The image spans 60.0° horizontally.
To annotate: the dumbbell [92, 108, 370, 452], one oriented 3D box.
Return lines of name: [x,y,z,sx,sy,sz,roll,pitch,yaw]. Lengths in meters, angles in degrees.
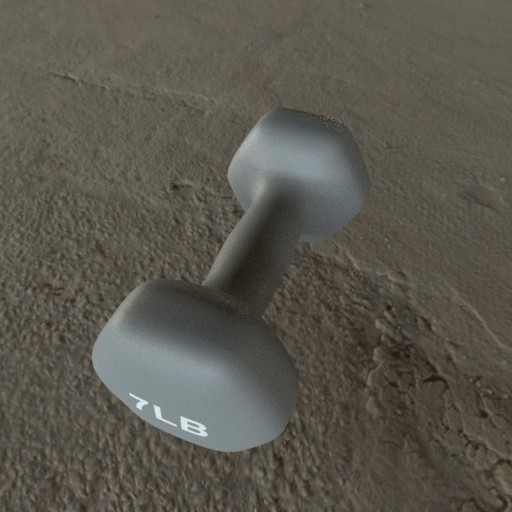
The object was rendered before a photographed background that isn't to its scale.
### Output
dumbbell: [0.000,0.000,0.231,0.090,0.081,0.184,17,49,15]
